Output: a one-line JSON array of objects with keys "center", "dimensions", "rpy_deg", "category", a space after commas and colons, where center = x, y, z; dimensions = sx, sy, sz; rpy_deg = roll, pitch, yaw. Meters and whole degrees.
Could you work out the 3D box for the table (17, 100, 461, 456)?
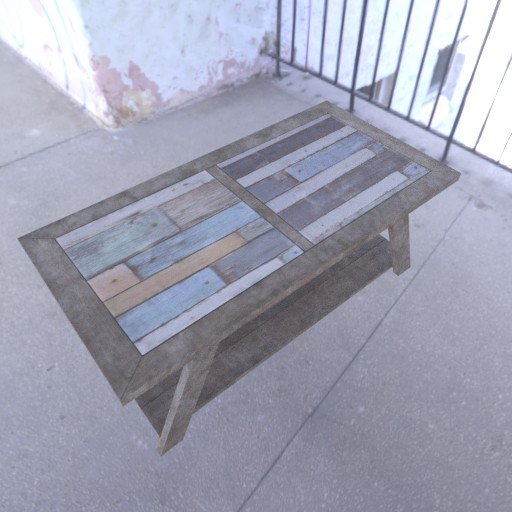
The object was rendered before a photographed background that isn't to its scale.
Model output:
[{"center": [0.000, 0.000, 1.507], "dimensions": [1.219, 0.470, 0.610], "rpy_deg": [-31, 55, -25], "category": "table"}]
